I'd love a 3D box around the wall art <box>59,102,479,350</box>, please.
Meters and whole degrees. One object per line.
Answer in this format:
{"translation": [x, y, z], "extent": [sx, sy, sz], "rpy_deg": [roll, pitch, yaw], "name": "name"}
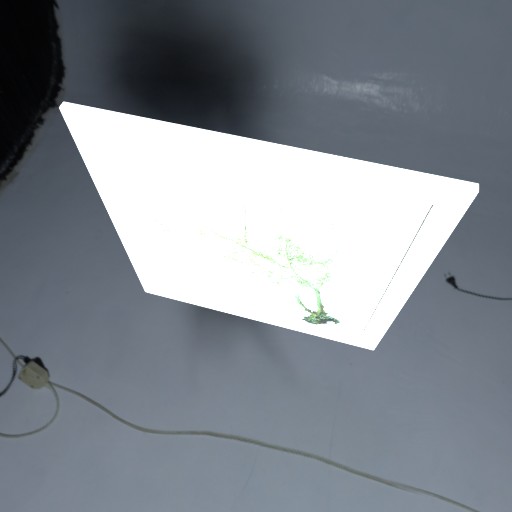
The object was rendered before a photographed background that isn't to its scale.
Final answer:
{"translation": [0.000, 0.000, 0.852], "extent": [0.584, 0.584, 0.013], "rpy_deg": [13, 59, 8], "name": "wall art"}
